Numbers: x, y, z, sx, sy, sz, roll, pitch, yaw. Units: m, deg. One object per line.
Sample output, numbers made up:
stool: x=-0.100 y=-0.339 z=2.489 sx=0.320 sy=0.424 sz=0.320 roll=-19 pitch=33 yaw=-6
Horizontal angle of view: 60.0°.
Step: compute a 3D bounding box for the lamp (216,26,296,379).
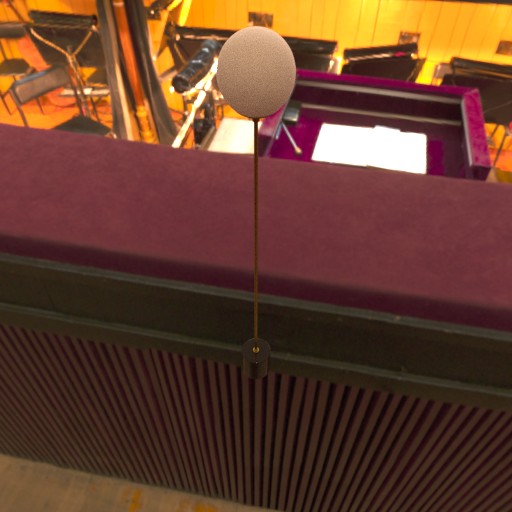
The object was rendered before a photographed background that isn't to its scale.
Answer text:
lamp: x=0.000 y=0.000 z=1.815 sx=0.229 sy=1.748 sz=0.229 roll=8 pitch=46 yaw=8
